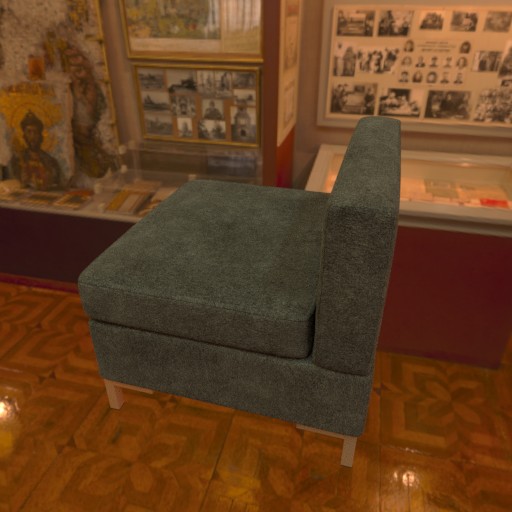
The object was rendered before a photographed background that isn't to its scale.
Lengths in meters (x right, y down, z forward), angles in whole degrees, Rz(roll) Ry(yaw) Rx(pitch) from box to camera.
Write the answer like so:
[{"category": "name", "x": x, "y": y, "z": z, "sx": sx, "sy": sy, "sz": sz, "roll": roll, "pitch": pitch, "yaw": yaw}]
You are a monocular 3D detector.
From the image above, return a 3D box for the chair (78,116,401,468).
[{"category": "chair", "x": 0.000, "y": 0.000, "z": 1.203, "sx": 0.680, "sy": 0.660, "sz": 0.680, "roll": 8, "pitch": 31, "yaw": 14}]
